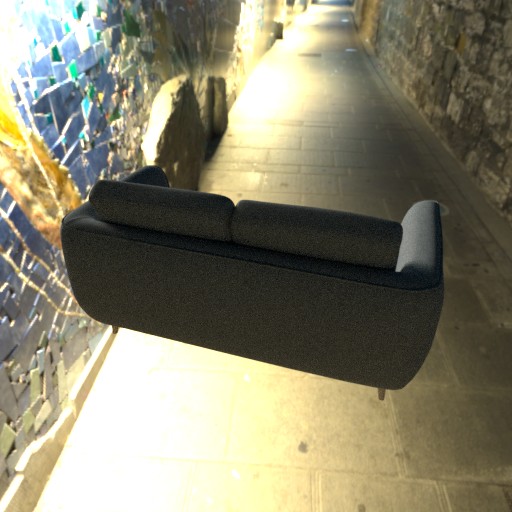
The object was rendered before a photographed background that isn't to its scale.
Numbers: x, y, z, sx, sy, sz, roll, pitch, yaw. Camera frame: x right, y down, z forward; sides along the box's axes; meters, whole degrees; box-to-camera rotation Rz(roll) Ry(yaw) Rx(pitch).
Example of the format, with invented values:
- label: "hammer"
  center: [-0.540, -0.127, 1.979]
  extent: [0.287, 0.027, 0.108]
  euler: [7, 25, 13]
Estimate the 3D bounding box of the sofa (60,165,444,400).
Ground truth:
- label: "sofa"
  center: [0.000, 0.000, 2.205]
  extent: [1.700, 0.870, 0.920]
  euler: [10, 33, 16]
